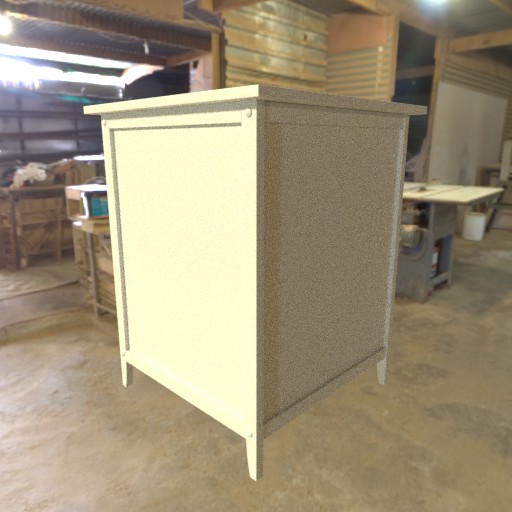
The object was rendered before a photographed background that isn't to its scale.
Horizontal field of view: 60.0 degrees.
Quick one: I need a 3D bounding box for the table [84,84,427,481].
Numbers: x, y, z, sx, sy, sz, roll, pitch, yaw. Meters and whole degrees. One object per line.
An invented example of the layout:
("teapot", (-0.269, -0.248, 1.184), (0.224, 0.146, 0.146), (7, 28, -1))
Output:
("table", (0.000, 0.000, 0.752), (0.381, 0.483, 0.381), (14, 20, 43))
